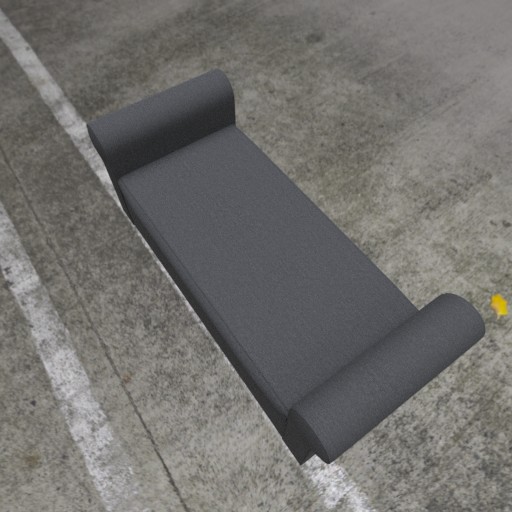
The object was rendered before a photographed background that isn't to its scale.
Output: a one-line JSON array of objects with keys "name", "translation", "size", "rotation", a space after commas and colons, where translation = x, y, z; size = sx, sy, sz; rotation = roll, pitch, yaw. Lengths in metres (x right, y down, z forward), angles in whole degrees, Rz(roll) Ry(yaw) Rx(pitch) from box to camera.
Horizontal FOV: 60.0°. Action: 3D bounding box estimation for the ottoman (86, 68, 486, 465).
[{"name": "ottoman", "translation": [0.000, 0.000, 1.474], "size": [0.521, 0.547, 1.256], "rotation": [-31, 63, -18]}]
